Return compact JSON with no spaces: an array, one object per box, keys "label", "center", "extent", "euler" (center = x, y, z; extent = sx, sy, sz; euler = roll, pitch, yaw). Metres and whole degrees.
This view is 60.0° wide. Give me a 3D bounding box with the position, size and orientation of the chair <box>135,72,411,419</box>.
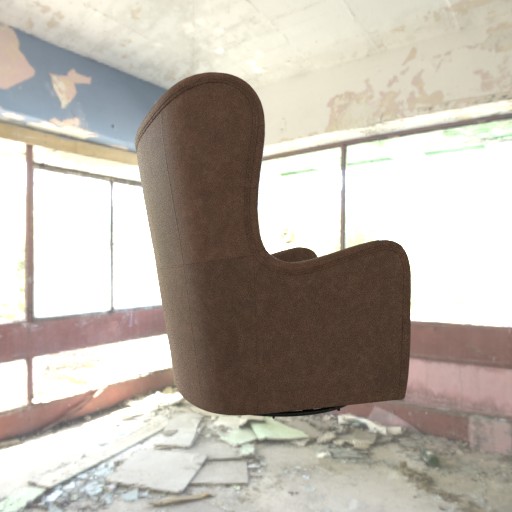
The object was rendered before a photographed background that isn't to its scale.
[{"label":"chair","center":[0.000,0.000,1.759],"extent":[0.930,1.079,0.831],"euler":[0,-1,-18]}]
